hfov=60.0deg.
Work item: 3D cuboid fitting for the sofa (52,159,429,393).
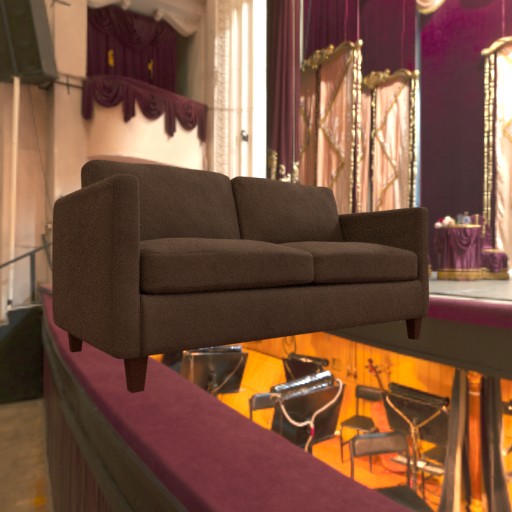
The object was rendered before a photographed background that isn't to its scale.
[{"bbox_3d":[0.000,0.000,2.405,1.884,0.963,0.950,0,0,-36],"label":"sofa"}]
